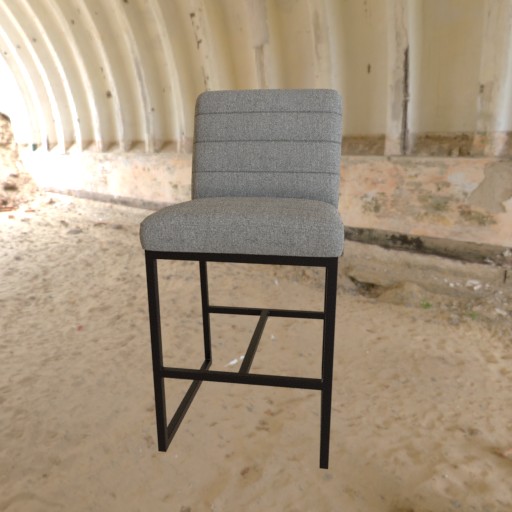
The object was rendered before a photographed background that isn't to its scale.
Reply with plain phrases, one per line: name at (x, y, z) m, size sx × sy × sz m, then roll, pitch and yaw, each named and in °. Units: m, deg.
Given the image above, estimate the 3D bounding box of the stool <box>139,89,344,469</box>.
stool at (0.000, 0.000, 1.252) m, size 0.460 × 0.940 × 0.560 m, roll 2°, pitch 14°, yaw 8°
